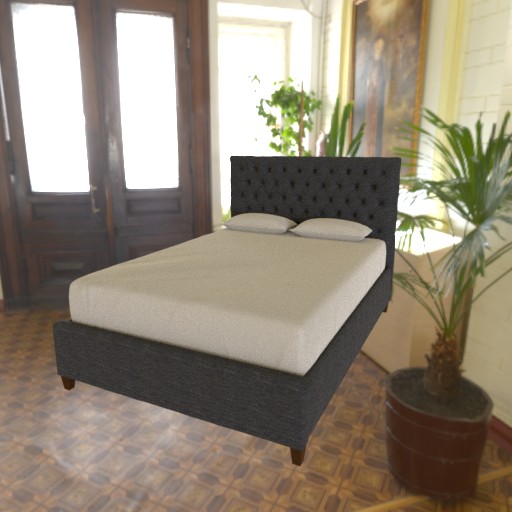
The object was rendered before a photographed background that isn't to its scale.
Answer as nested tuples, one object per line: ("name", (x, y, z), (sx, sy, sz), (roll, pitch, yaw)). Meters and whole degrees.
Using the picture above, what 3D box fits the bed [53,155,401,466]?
("bed", (0.000, 0.000, 3.358), (1.698, 1.427, 2.387), (7, 16, 25))
